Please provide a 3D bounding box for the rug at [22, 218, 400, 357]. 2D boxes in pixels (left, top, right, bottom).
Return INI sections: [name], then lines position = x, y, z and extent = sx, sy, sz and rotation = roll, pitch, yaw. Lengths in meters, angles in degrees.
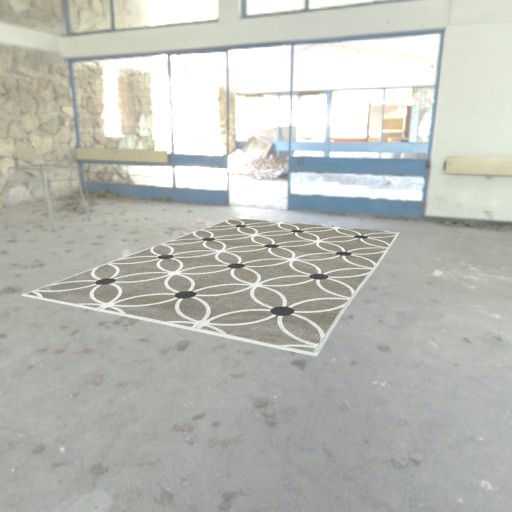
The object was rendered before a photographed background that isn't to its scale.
[rug]
position = 0.000, 0.000, 2.888
extent = 1.522, 0.008, 2.284
rotation = 7, 17, 23
